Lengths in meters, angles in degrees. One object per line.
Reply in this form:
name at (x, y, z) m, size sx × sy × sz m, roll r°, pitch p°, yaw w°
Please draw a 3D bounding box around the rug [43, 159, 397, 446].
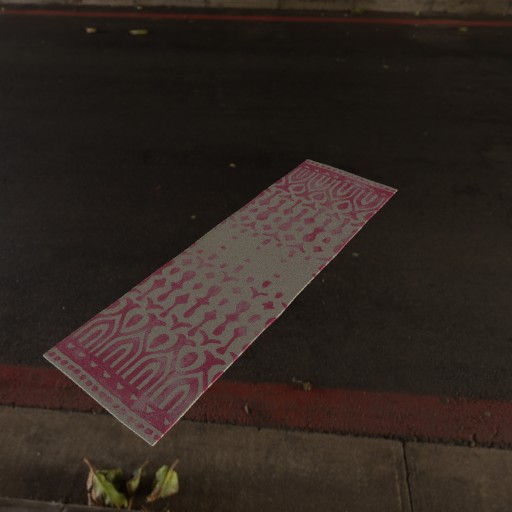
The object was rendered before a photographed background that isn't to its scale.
rug at (0.000, 0.000, 2.745) m, size 0.787 × 0.011 × 2.458 m, roll 27°, pitch 48°, yaw 27°
